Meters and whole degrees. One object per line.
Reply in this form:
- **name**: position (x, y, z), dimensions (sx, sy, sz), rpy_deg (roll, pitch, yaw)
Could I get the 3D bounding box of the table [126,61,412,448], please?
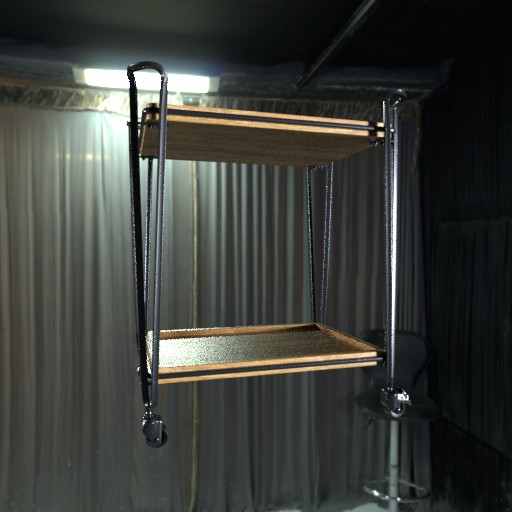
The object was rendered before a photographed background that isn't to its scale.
- **table**: position (0.000, 0.000, 1.206), dimensions (0.672, 0.785, 0.505), rpy_deg (0, 1, -16)
